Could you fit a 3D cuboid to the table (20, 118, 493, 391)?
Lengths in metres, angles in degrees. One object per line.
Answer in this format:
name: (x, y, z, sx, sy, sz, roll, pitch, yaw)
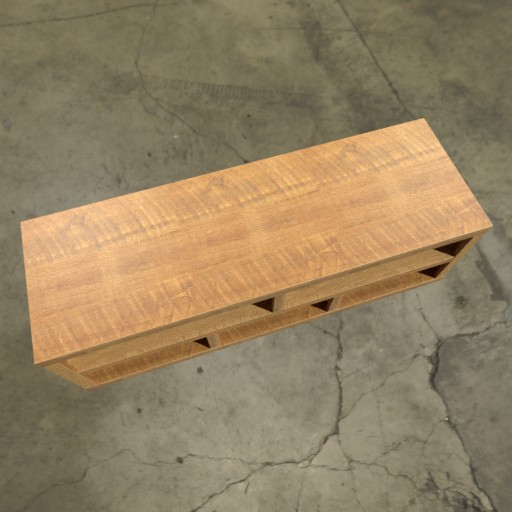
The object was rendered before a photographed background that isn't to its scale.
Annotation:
table: (0.000, 0.000, 1.700, 1.499, 0.491, 0.499, -16, 65, -8)
